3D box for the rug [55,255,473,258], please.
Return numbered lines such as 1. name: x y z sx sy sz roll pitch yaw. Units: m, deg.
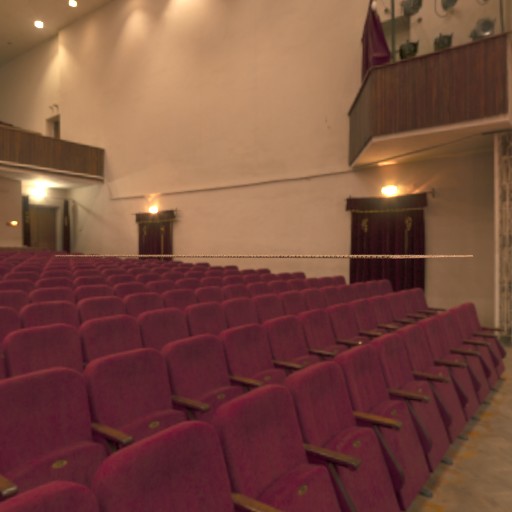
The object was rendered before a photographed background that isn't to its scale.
1. rug: 0.000 0.000 3.041 2.439 0.011 1.533 0 0 37
